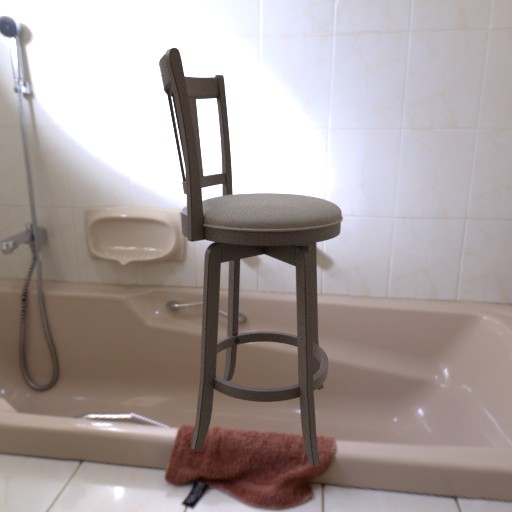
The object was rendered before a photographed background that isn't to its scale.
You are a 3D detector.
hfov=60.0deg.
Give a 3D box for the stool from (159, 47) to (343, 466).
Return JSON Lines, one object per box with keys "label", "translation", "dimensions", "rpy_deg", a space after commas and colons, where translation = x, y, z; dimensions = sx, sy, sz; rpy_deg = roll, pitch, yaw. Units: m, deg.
{"label": "stool", "translation": [0.000, 0.000, 1.260], "dimensions": [0.475, 1.023, 0.436], "rpy_deg": [3, 15, 10]}
